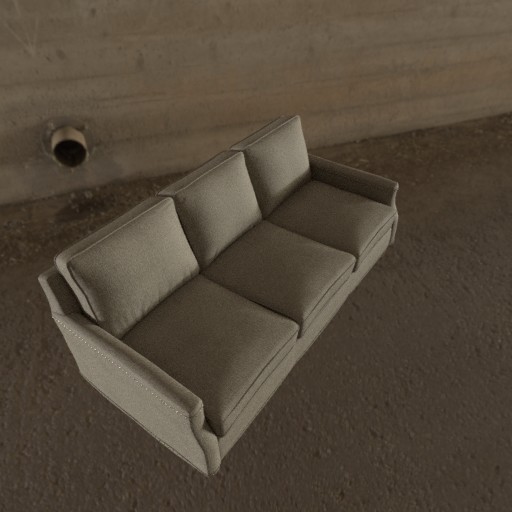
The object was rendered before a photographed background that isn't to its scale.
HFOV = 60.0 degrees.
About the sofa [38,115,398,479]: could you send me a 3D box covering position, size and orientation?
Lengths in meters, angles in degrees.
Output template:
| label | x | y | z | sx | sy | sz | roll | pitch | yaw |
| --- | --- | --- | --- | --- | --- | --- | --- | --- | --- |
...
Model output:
| label | x | y | z | sx | sy | sz | roll | pitch | yaw |
| --- | --- | --- | --- | --- | --- | --- | --- | --- | --- |
| sofa | 0.000 | 0.000 | 2.794 | 1.084 | 1.003 | 2.246 | 25 | 47 | 26 |
